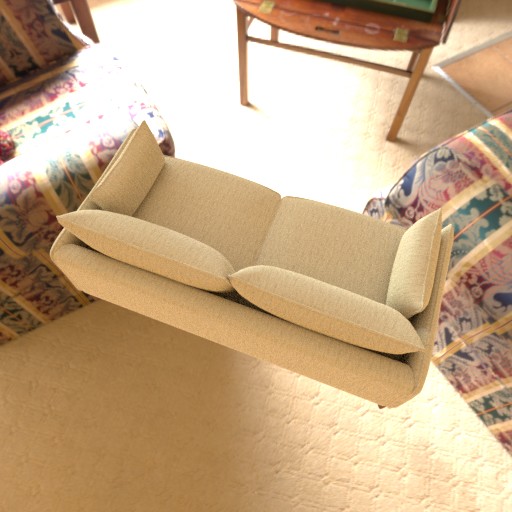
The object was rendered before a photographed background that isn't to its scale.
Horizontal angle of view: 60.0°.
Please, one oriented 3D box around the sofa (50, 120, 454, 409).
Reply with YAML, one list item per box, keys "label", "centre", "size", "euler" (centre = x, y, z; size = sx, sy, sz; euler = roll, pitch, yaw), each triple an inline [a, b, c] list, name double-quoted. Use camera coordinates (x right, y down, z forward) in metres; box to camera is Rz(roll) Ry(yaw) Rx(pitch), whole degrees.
- label: "sofa"
  centre: [0.000, 0.000, 2.499]
  size: [1.989, 0.860, 0.991]
  euler: [19, 64, 10]
